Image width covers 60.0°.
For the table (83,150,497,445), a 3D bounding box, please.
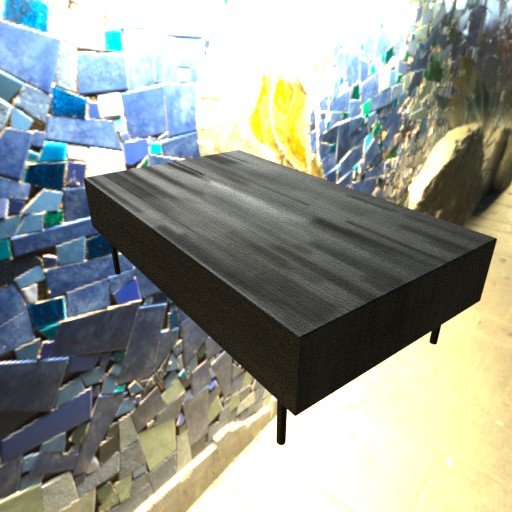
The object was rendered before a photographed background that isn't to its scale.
[{"bbox_3d":[0.000,0.000,1.362,0.643,0.347,1.088,-19,33,-32],"label":"table"}]
